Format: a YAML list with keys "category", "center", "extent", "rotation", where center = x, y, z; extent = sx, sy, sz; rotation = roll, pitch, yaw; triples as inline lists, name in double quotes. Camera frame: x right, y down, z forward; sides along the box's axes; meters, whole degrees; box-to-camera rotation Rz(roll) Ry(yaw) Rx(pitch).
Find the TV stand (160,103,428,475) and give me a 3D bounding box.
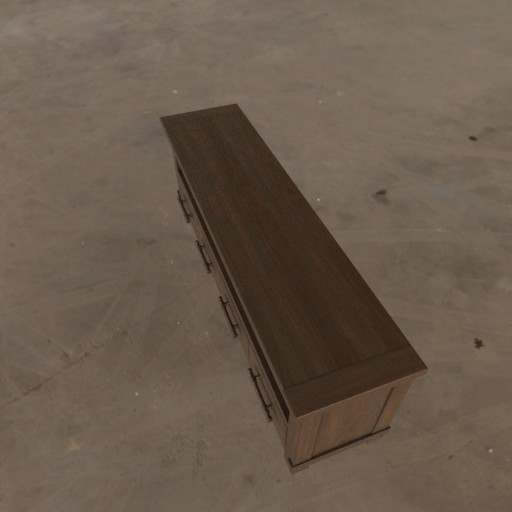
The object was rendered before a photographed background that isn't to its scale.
- category: "TV stand"
  center: [0.000, 0.000, 2.169]
  extent: [0.471, 0.615, 1.866]
  rotation: [-15, 48, -14]
